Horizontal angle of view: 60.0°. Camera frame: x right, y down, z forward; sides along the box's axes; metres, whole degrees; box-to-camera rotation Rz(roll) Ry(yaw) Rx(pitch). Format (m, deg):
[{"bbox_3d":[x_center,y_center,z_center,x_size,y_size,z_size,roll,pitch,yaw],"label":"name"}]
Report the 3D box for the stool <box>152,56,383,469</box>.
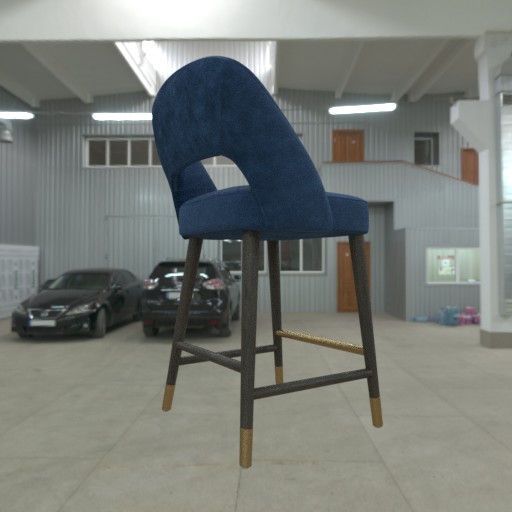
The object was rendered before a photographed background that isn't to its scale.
[{"bbox_3d":[0.000,0.000,1.248,0.524,0.925,0.536,1,-1,-34],"label":"stool"}]
